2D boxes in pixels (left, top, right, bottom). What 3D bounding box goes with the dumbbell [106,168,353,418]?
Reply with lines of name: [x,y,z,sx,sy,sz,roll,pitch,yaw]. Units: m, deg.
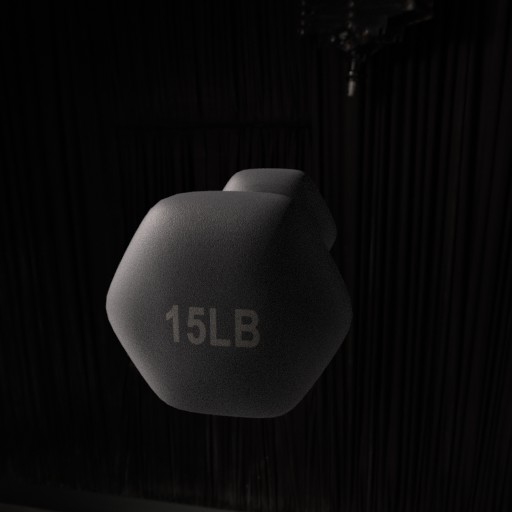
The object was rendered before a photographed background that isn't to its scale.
dumbbell: [0.000,0.000,0.299,0.116,0.105,0.240,2,14,8]
